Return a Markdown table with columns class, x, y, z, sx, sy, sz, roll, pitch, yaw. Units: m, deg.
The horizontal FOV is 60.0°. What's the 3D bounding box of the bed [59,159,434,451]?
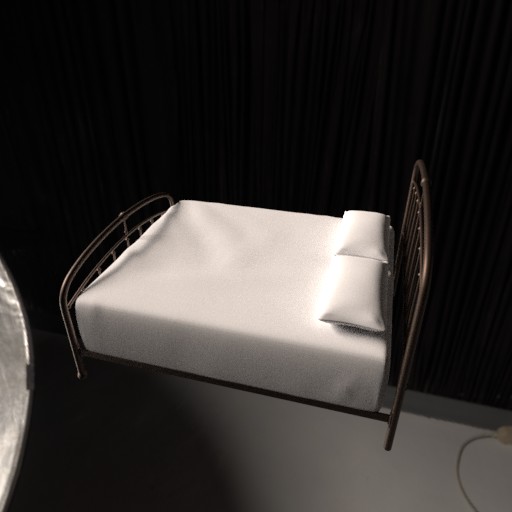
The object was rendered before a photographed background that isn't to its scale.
| class | x | y | z | sx | sy | sz | roll | pitch | yaw |
| --- | --- | --- | --- | --- | --- | --- | --- | --- | --- |
| bed | 0.000 | 0.000 | 3.253 | 2.180 | 1.425 | 1.711 | 8 | 32 | 13 |
